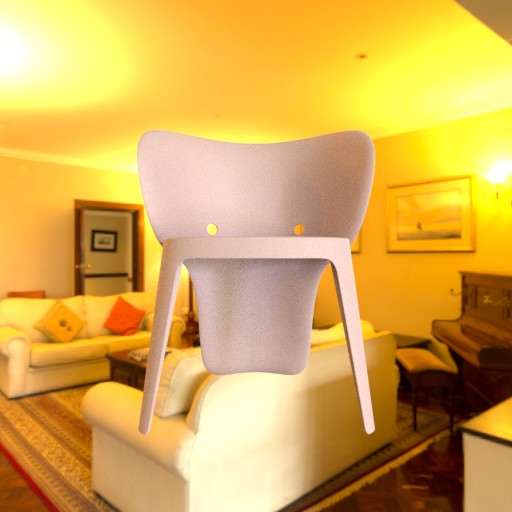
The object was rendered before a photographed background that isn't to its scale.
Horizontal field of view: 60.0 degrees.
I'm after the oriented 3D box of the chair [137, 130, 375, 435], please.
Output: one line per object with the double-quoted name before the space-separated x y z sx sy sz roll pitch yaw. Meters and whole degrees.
"chair" 0.000 0.000 0.863 0.451 0.554 0.402 0 0 0
